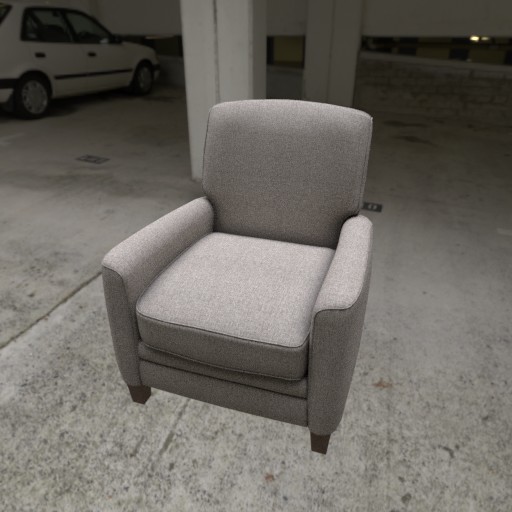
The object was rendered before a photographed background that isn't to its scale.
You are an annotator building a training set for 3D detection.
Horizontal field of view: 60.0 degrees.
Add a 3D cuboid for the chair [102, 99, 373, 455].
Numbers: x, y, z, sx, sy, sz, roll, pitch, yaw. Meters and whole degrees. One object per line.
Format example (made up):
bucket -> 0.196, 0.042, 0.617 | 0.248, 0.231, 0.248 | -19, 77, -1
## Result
chair -> 0.000, 0.000, 1.668 | 0.848, 1.014, 0.864 | 9, 29, 16
